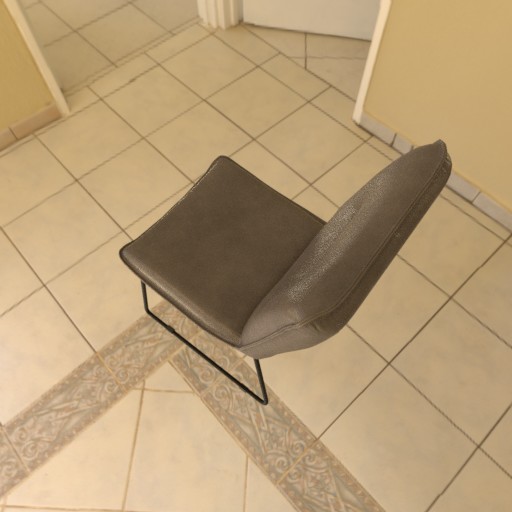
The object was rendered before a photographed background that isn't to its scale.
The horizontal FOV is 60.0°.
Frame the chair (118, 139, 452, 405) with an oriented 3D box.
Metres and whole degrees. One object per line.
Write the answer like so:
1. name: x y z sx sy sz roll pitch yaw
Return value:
1. chair: 0.000 0.000 1.295 0.688 0.932 0.515 34 67 17
